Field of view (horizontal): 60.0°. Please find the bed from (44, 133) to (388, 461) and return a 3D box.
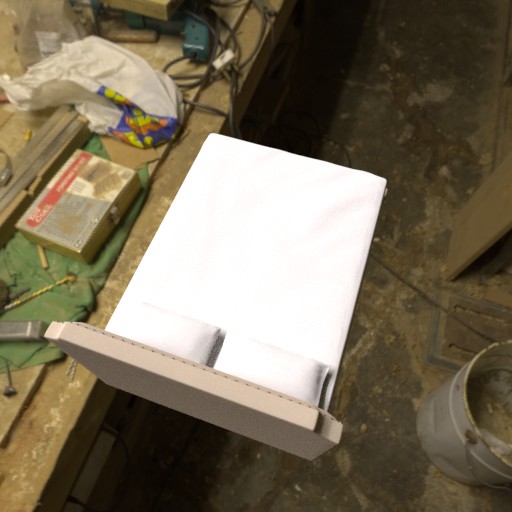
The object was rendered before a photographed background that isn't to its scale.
[{"bbox_3d":[0.000,0.000,3.354,1.703,1.415,2.329,17,63,9],"label":"bed"}]
